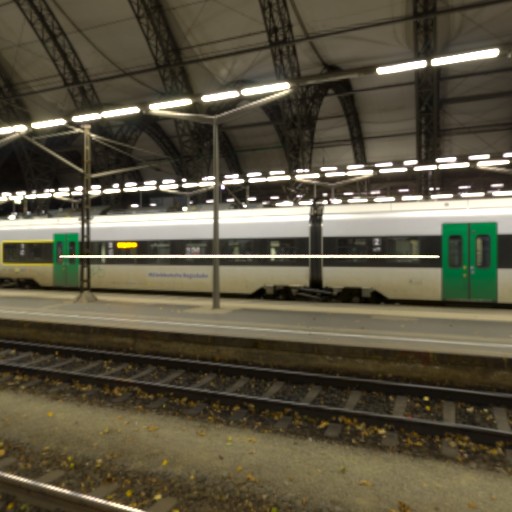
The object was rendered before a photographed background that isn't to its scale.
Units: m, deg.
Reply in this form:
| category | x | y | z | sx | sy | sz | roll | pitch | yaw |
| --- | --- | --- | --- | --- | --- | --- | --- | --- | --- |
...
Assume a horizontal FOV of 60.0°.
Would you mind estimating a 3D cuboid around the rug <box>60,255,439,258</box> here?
| category | x | y | z | sx | sy | sz | roll | pitch | yaw |
| --- | --- | --- | --- | --- | --- | --- | --- | --- | --- |
| rug | 0.000 | 0.000 | 1.075 | 0.556 | 0.004 | 0.868 | 0 | 0 | 2 |
